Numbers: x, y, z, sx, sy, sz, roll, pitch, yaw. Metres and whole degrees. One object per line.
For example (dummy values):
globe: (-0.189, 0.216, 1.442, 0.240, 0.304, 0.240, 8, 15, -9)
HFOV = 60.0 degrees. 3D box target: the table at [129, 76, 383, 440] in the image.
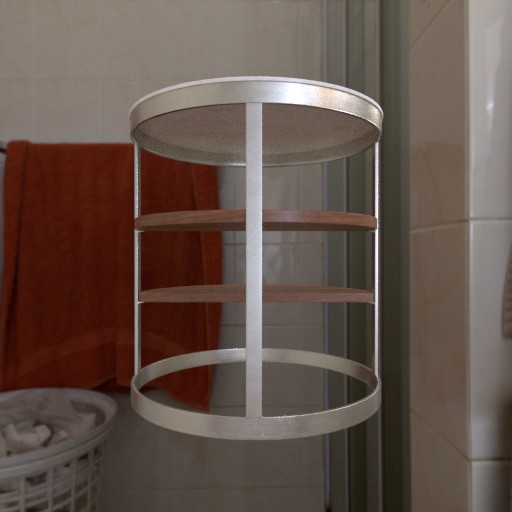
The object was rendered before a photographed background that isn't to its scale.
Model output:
table: (0.000, 0.000, 0.739, 0.407, 0.447, 0.407, 0, 0, 0)
